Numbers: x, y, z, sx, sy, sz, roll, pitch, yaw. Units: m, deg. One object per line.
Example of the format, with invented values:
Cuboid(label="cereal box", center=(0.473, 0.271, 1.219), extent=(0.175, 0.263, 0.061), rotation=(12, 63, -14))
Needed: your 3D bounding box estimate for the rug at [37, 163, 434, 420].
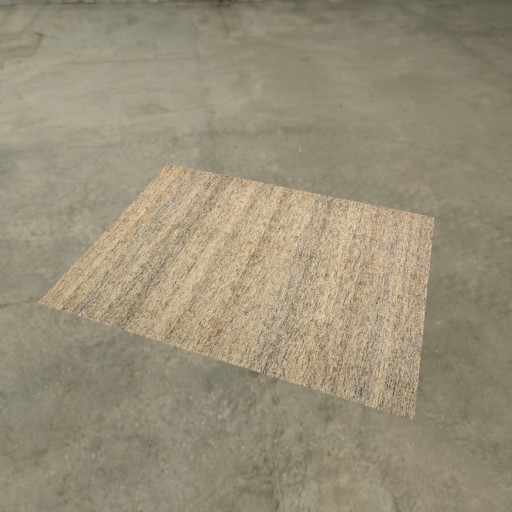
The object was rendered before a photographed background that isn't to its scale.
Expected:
Cuboid(label="rug", center=(0.000, 0.000, 4.311), extent=(3.199, 0.036, 2.414), rotation=(14, 45, 14))
